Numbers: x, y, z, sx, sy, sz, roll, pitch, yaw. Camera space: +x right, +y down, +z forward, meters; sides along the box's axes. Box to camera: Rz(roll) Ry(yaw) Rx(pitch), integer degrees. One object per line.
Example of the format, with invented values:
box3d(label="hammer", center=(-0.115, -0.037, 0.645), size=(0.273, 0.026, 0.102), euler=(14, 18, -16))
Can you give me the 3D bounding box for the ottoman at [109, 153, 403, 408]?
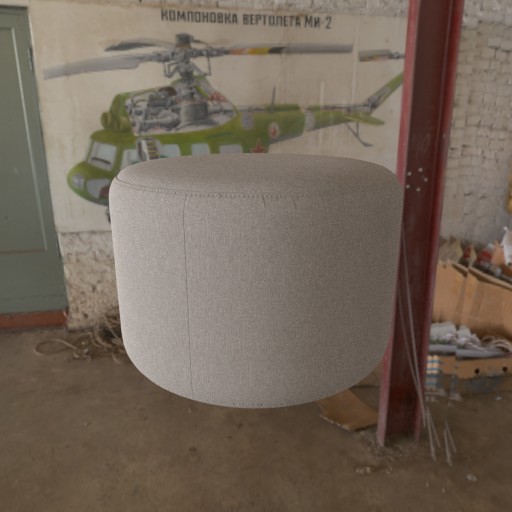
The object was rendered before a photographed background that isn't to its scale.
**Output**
box3d(label="ottoman", center=(0.000, 0.000, 1.002), size=(0.608, 0.433, 0.608), euler=(0, 17, 0))
